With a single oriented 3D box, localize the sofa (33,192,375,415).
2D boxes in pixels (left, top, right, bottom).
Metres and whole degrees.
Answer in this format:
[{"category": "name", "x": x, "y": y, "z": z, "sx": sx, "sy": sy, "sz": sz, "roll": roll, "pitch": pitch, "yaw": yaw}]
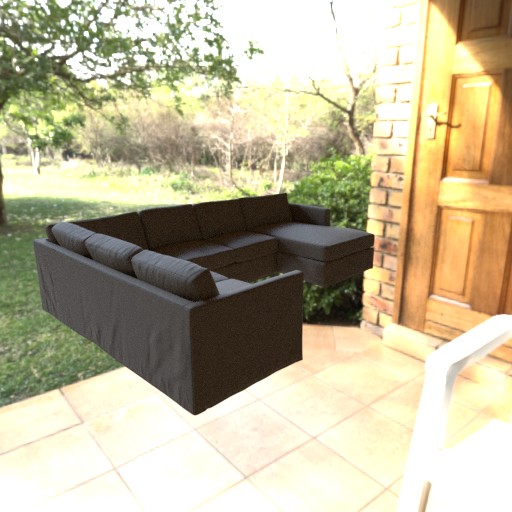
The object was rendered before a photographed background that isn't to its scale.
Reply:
[{"category": "sofa", "x": 0.000, "y": 0.000, "z": 4.524, "sx": 2.427, "sy": 0.882, "sz": 3.460, "roll": 15, "pitch": 21, "yaw": 43}]
